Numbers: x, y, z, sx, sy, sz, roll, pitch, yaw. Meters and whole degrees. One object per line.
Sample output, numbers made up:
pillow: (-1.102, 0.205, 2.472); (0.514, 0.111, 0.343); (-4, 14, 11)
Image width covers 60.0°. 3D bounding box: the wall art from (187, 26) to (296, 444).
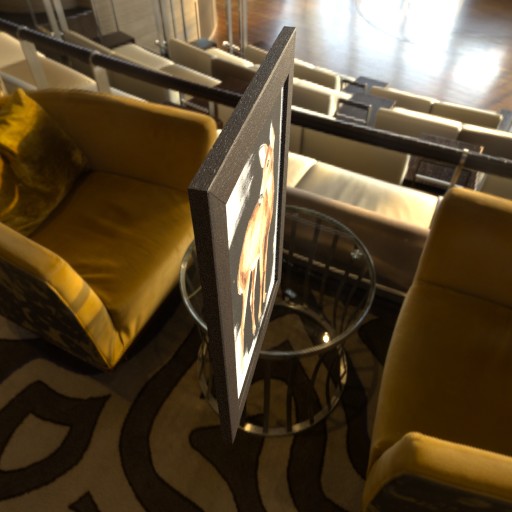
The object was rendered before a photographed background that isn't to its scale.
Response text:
wall art: (0.000, 0.000, 0.651); (0.017, 0.513, 0.359); (11, 47, 10)
